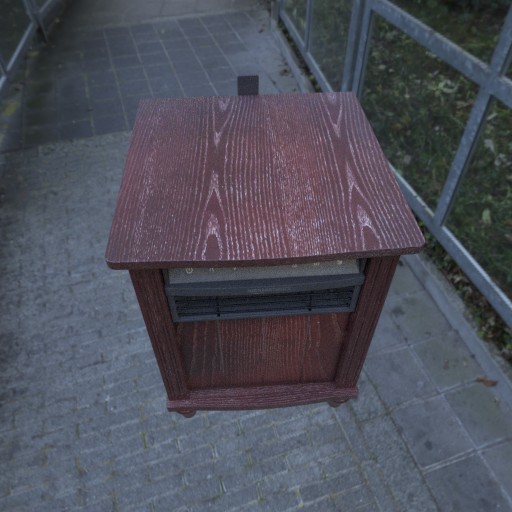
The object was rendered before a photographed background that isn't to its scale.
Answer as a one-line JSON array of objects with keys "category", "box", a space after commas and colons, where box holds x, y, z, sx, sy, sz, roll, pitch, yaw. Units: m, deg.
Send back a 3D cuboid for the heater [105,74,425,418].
[{"category": "heater", "box": [0.000, 0.000, 0.772, 0.362, 0.481, 0.400, -3, 46, -3]}]
